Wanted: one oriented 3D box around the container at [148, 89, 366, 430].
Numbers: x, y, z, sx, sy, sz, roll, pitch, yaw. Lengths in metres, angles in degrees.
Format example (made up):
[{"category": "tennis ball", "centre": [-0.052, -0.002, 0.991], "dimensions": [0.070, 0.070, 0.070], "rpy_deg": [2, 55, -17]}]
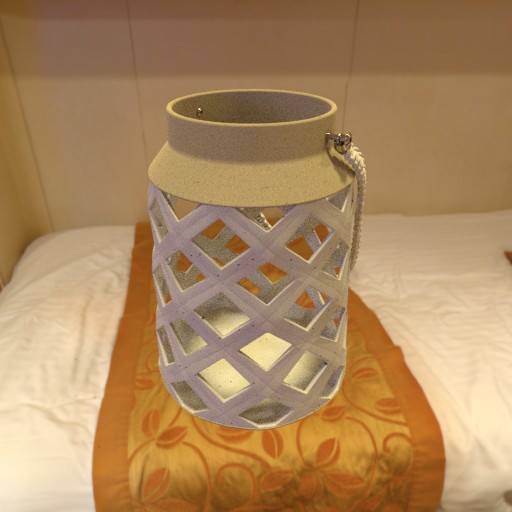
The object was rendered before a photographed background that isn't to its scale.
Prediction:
[{"category": "container", "centre": [0.000, 0.000, 0.397], "dimensions": [0.188, 0.264, 0.198], "rpy_deg": [21, 36, 32]}]
